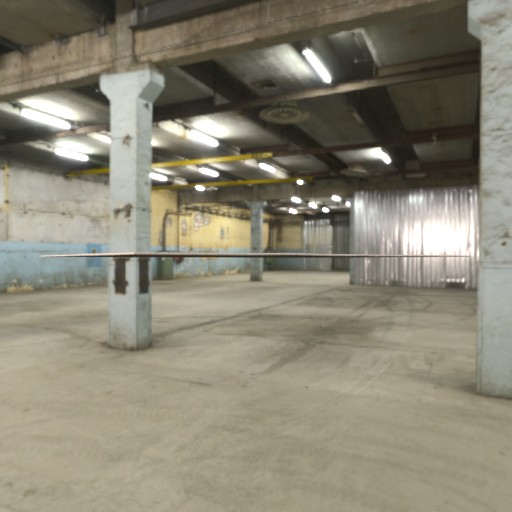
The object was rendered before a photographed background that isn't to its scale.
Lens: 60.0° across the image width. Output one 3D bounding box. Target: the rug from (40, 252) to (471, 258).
[{"bbox_3d":[0.000,0.000,4.262,3.357,0.019,2.449,0,-1,-36],"label":"rug"}]
